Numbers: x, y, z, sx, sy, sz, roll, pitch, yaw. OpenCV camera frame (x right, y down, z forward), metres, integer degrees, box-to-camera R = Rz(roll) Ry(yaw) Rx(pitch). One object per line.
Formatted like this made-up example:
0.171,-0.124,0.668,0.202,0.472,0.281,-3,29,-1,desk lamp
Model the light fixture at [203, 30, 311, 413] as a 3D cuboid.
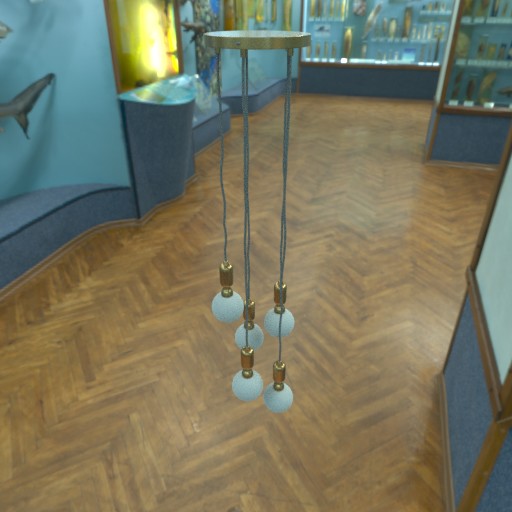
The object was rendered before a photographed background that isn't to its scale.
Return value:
0.000,0.000,0.509,0.108,0.457,0.105,10,31,17,light fixture
